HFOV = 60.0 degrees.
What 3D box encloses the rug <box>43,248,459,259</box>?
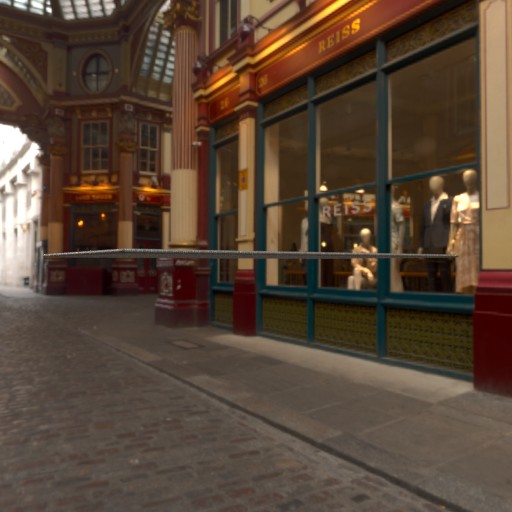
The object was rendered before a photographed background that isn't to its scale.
[{"bbox_3d":[0.000,0.000,2.214,1.748,0.014,1.144,1,-1,-36],"label":"rug"}]
